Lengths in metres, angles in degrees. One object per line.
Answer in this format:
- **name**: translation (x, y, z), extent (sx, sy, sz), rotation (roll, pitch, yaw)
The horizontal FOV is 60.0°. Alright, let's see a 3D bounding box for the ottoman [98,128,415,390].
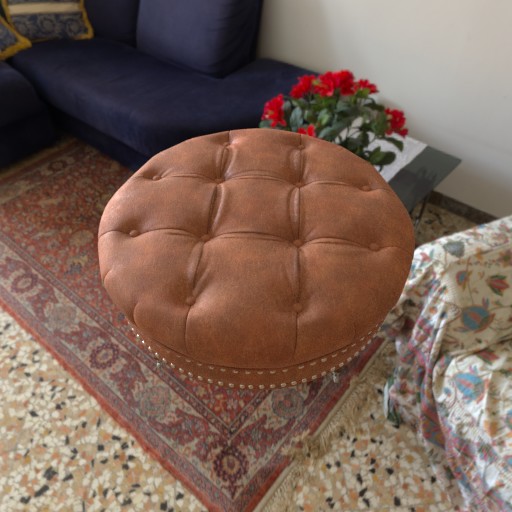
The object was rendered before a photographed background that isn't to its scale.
- **ottoman**: translation (0.000, 0.000, 1.372), extent (0.901, 0.444, 0.901), rotation (0, 46, 0)
